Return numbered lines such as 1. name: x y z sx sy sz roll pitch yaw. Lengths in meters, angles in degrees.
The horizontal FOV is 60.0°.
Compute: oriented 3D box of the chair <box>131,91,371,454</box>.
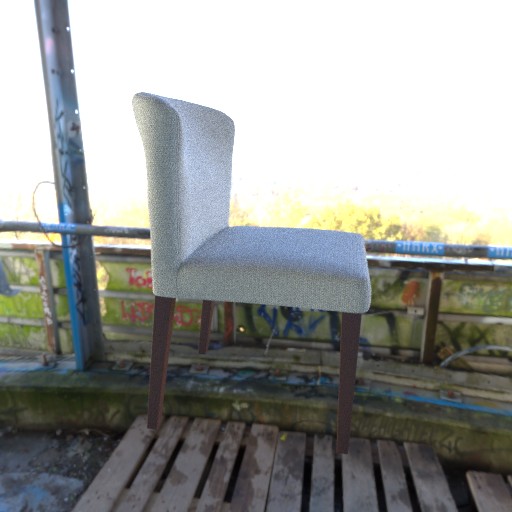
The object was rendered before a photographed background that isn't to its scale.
1. chair: 0.000 0.000 1.203 0.589 0.839 0.491 3 16 11
